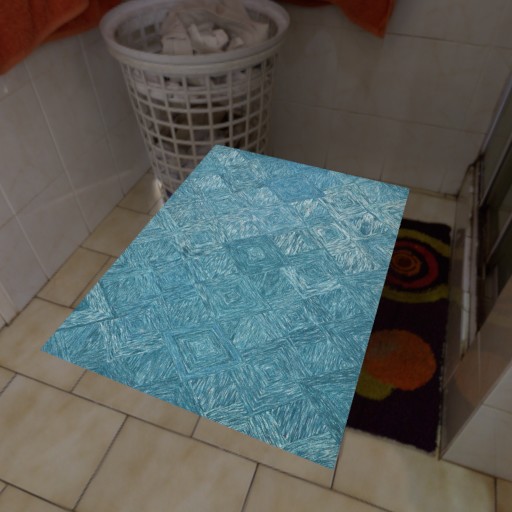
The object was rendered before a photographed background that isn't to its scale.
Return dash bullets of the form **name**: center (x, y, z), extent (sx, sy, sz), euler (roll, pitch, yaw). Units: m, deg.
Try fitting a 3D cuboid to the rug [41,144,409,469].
- **rug**: center (0.000, 0.000, 4.250), extent (2.405, 0.027, 3.217), euler (16, 48, 15)
